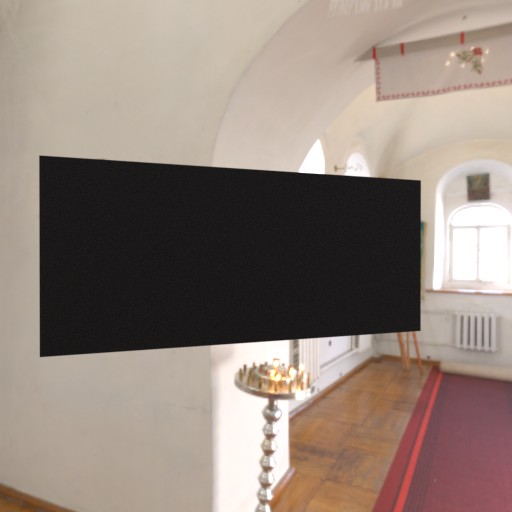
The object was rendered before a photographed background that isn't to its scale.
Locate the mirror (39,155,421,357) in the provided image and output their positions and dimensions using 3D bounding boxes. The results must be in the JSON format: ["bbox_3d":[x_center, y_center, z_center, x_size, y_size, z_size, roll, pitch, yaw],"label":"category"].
[{"bbox_3d":[0.000,0.000,1.796,1.584,0.692,0.047,0,0,-19],"label":"mirror"}]
